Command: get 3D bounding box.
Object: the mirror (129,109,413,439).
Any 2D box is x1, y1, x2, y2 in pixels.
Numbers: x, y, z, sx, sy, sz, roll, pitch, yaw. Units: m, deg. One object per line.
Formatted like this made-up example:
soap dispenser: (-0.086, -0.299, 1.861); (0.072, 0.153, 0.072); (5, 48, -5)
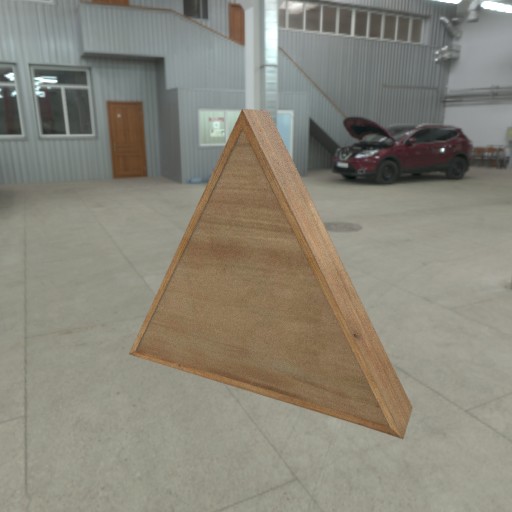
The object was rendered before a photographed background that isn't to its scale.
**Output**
mirror: (0.000, 0.000, 0.874); (0.631, 0.548, 0.100); (9, 19, 27)
